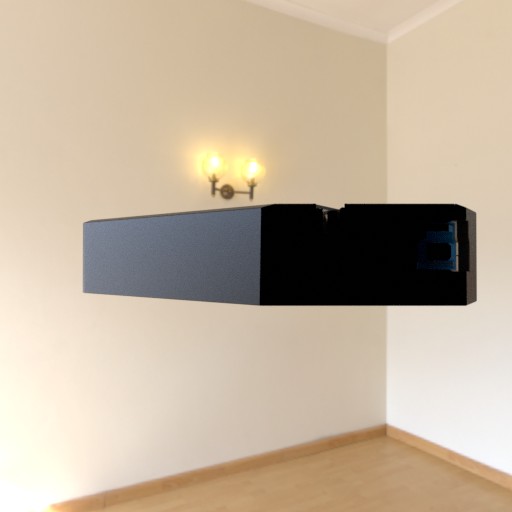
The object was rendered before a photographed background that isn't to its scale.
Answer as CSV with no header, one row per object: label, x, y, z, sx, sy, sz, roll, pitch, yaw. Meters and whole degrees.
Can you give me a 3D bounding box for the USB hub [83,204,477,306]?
USB hub,0.000,0.000,0.128,0.110,0.023,0.044,0,-1,36
